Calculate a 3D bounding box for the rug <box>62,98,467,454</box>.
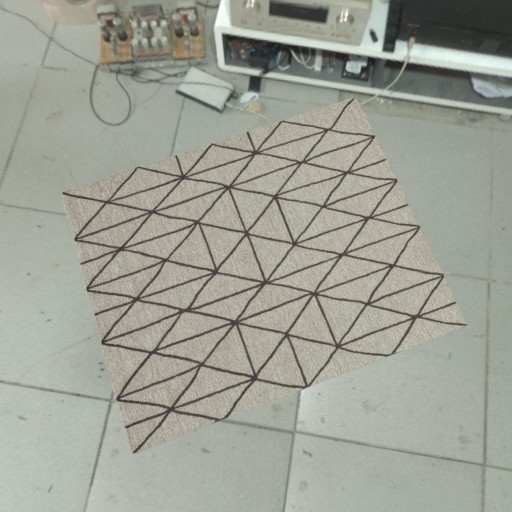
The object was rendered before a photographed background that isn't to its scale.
[{"bbox_3d":[0.000,0.000,4.034,3.061,0.022,2.468,-19,75,-5],"label":"rug"}]
